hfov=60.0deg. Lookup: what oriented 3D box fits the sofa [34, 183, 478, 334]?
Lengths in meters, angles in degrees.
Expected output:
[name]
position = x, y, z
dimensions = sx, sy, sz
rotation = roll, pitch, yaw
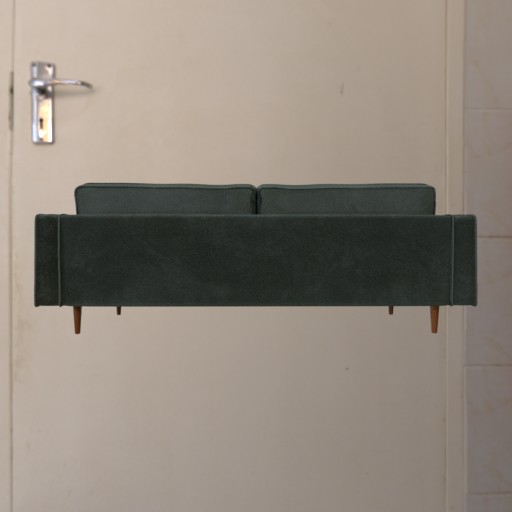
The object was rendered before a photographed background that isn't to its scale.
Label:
[sofa]
position = 0.000, 0.000, 2.597
dimensions = 2.214, 0.781, 0.886
rotation = 0, 0, -1
